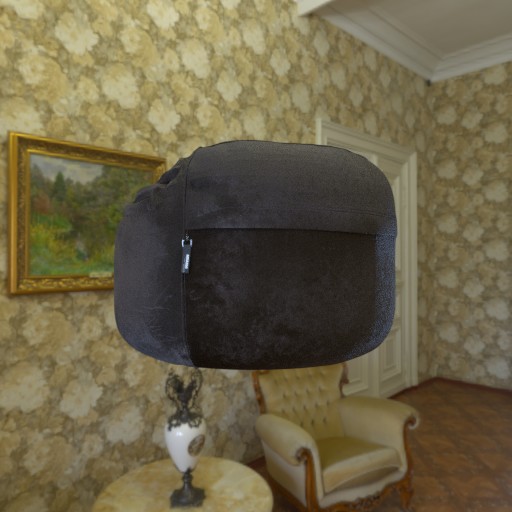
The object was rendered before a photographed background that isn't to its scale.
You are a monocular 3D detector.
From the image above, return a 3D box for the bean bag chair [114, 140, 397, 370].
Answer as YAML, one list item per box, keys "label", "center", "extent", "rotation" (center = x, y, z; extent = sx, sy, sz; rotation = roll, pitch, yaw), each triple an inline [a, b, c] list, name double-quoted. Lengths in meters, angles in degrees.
- label: "bean bag chair"
  center: [0.000, 0.000, 1.497]
  extent: [0.918, 0.605, 0.918]
  rotation: [0, -1, 0]
